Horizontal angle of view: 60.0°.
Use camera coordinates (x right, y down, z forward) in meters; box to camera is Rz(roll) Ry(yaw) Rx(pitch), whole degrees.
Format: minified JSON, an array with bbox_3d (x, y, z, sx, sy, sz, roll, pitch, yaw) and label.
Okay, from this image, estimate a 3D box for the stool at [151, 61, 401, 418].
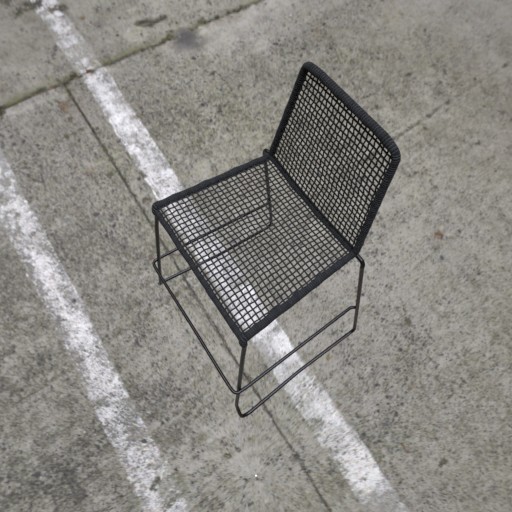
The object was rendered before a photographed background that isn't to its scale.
[{"bbox_3d":[0.000,0.000,1.240,0.509,0.905,0.590,-31,68,-14],"label":"stool"}]
